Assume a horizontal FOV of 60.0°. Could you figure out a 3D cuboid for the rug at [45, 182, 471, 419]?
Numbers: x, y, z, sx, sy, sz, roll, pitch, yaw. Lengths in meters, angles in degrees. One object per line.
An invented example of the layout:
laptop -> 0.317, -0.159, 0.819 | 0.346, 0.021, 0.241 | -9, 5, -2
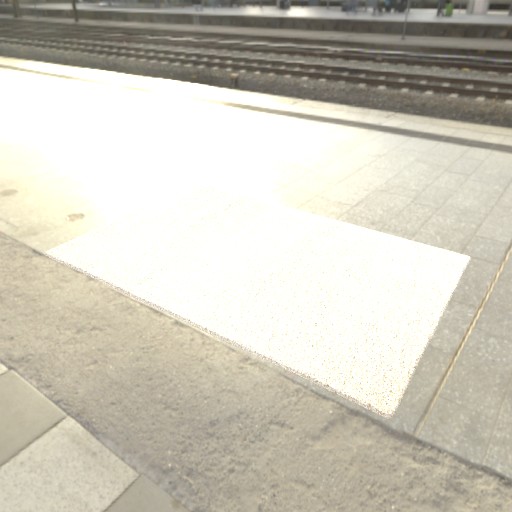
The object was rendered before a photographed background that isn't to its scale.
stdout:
rug -> 0.000, 0.000, 3.383 | 2.743, 0.030, 1.778 | 19, 36, 29
